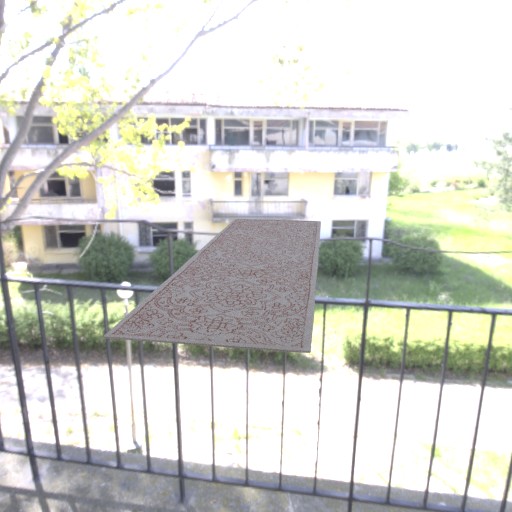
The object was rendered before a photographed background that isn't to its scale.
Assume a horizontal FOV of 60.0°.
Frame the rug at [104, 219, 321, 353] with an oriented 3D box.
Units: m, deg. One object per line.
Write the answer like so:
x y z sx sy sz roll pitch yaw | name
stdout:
0.000 0.000 2.749 0.769 0.012 2.448 2 15 9 | rug
